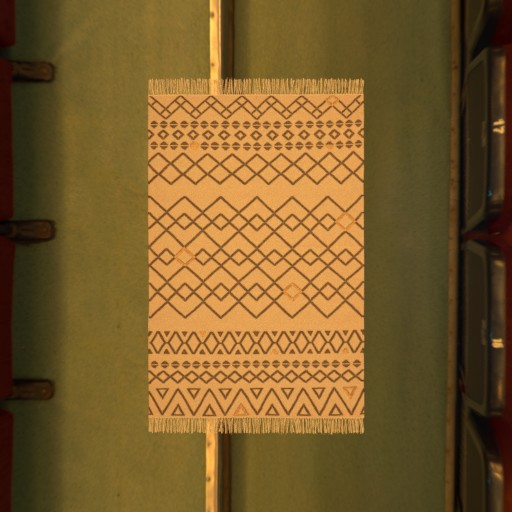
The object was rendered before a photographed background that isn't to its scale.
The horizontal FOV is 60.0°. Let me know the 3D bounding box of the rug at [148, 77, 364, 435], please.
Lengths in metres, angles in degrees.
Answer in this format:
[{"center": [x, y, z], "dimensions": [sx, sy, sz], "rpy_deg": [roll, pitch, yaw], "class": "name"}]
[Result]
[{"center": [0.000, 0.000, 2.510], "dimensions": [1.224, 0.028, 2.023], "rpy_deg": [0, 90, 0], "class": "rug"}]
